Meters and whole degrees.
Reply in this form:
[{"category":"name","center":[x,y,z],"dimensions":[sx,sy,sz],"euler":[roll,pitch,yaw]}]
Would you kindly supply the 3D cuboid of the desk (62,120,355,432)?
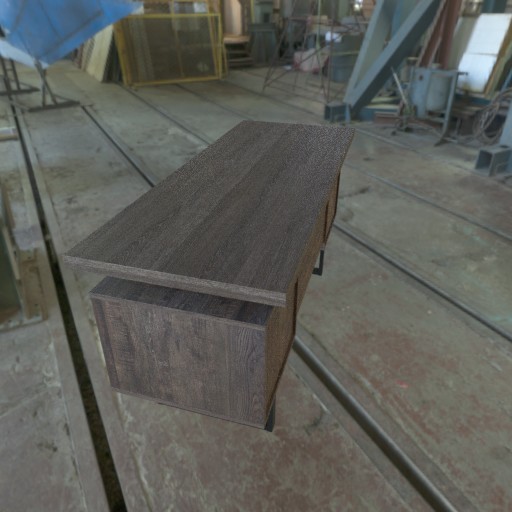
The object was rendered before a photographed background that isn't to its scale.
[{"category":"desk","center":[0.000,0.000,1.903],"dimensions":[0.600,0.760,1.524],"euler":[9,31,14]}]
